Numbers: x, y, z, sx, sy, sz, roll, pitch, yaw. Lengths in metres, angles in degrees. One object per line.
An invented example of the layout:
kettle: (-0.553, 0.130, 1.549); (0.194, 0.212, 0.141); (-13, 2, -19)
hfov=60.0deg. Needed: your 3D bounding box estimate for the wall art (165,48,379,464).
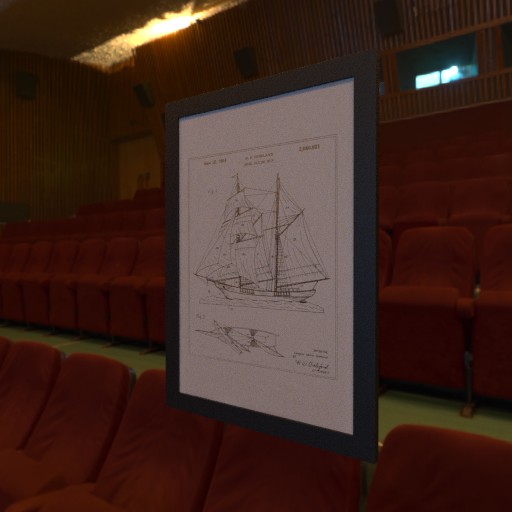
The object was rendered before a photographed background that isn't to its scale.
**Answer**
wall art: (0.000, 0.000, 0.680); (0.381, 0.534, 0.013); (0, 1, 35)
